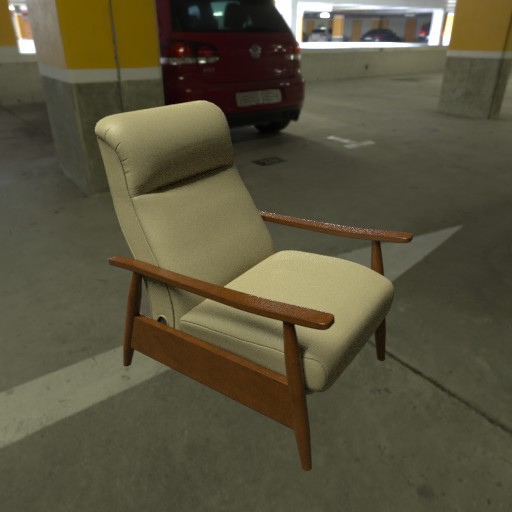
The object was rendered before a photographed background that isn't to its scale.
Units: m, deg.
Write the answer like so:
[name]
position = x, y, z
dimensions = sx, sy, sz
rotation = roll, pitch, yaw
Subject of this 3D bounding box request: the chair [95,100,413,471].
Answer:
[chair]
position = 0.000, 0.000, 1.792
dimensions = 1.014, 1.082, 0.762
rotation = 17, 31, 31
